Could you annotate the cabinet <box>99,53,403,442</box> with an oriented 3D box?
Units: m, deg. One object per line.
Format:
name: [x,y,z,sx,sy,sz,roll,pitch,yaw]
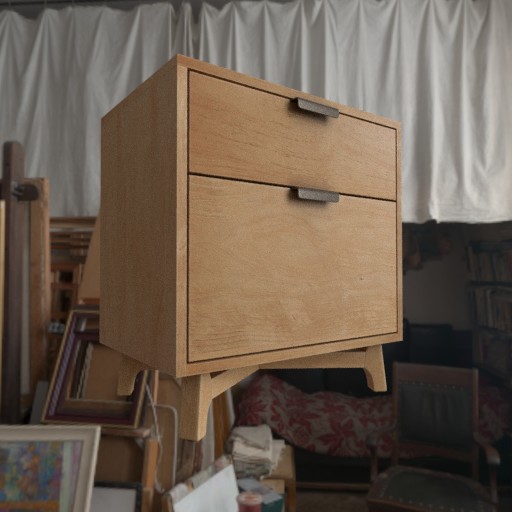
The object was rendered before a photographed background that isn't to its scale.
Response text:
cabinet: [0.000,0.000,0.966,0.551,0.599,0.394,1,-1,-36]
